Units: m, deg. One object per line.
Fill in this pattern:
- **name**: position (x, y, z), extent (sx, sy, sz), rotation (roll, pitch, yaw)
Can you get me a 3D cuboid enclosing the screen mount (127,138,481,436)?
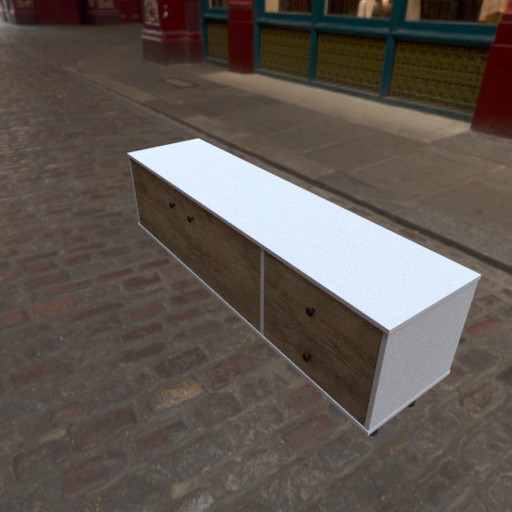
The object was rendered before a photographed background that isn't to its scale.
- **screen mount**: position (0.000, 0.000, 1.842), extent (0.418, 0.520, 1.600), rotation (-21, 38, -30)
